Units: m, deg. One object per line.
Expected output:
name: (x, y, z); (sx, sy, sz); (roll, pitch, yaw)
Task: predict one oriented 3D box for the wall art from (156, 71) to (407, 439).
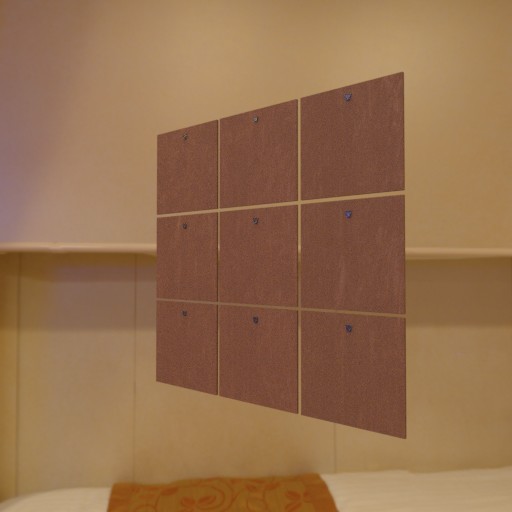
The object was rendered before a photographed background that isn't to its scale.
wall art: (0.000, 0.000, 2.287); (1.526, 1.522, 0.023); (-1, -1, 36)
